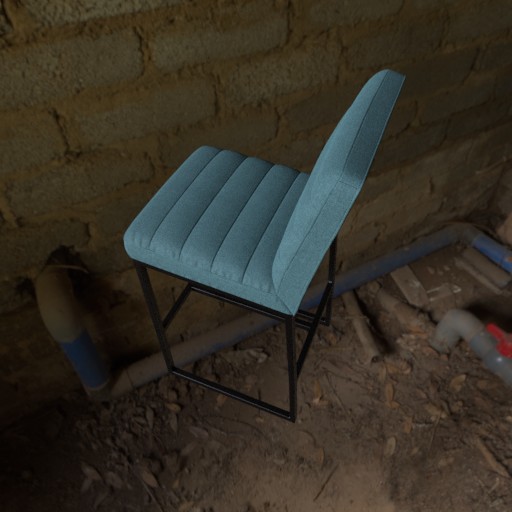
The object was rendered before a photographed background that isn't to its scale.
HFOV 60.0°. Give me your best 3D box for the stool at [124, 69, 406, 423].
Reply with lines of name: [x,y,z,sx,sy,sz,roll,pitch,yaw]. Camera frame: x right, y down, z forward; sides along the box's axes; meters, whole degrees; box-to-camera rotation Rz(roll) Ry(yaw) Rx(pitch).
stool: [0.000,0.000,1.309,0.560,1.040,0.460,17,50,15]
